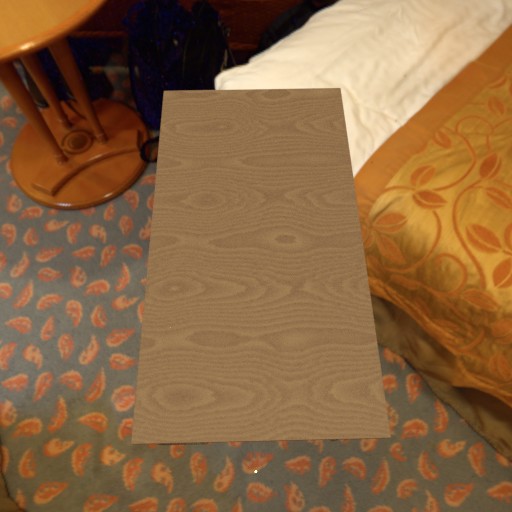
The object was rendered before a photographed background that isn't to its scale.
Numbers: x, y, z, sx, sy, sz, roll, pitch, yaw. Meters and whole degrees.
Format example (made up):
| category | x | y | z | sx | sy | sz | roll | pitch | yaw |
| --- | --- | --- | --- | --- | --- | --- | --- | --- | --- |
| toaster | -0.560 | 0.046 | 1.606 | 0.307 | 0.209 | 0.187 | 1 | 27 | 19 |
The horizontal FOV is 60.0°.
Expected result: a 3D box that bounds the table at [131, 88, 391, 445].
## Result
| category | x | y | z | sx | sy | sz | roll | pitch | yaw |
| --- | --- | --- | --- | --- | --- | --- | --- | --- | --- |
| table | 0.000 | 0.000 | 1.525 | 0.651 | 0.347 | 1.197 | -1 | 64 | -1 |
